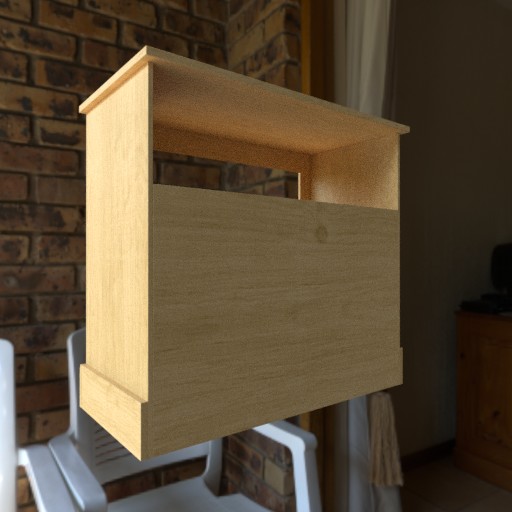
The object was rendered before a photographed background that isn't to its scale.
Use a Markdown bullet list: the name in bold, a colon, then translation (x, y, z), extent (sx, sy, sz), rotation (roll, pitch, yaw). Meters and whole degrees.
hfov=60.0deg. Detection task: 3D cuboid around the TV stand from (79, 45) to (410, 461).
- **TV stand**: translation (0.000, 0.000, 1.258), extent (0.851, 0.787, 0.430), rotation (0, 0, -38)
